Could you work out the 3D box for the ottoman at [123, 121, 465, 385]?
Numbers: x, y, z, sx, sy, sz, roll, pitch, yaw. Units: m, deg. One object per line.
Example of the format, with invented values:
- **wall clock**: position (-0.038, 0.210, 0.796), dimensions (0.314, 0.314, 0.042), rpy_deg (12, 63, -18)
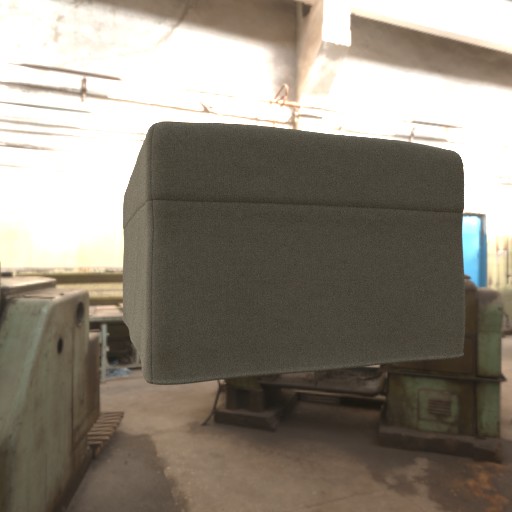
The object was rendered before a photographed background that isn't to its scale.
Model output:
- **ottoman**: position (0.000, 0.000, 1.185), dimensions (0.648, 0.461, 0.833), rpy_deg (0, 0, -19)
